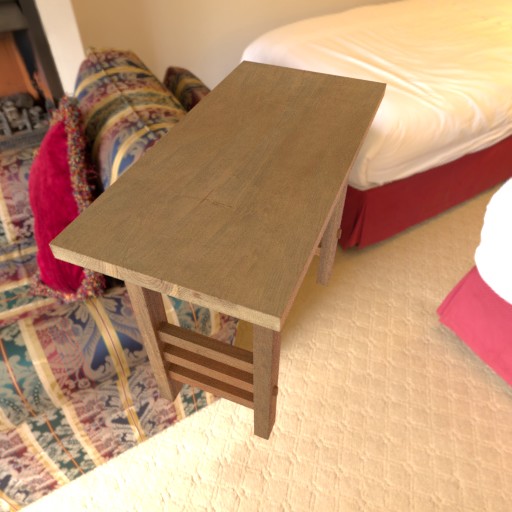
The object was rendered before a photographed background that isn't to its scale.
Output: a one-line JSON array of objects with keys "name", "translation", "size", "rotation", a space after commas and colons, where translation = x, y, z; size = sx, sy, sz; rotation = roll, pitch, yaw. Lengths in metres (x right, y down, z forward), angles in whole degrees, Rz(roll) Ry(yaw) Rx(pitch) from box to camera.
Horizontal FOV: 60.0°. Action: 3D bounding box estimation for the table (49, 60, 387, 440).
[{"name": "table", "translation": [0.000, 0.000, 1.614], "size": [0.556, 0.914, 1.119], "rotation": [16, 47, 15]}]
